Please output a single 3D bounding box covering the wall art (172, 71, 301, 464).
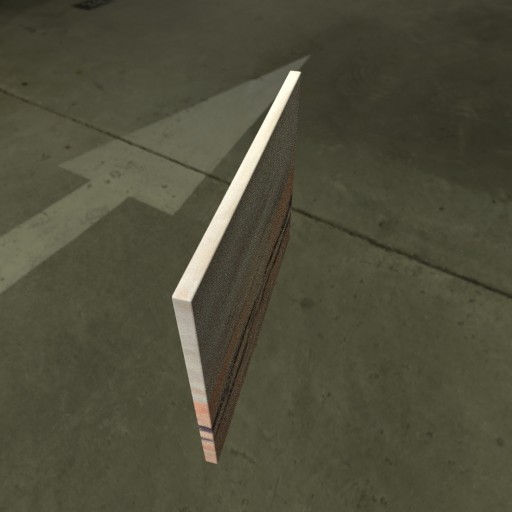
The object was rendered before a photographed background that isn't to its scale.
[{"bbox_3d":[0.000,0.000,1.397,0.038,0.763,1.015,11,46,11],"label":"wall art"}]
